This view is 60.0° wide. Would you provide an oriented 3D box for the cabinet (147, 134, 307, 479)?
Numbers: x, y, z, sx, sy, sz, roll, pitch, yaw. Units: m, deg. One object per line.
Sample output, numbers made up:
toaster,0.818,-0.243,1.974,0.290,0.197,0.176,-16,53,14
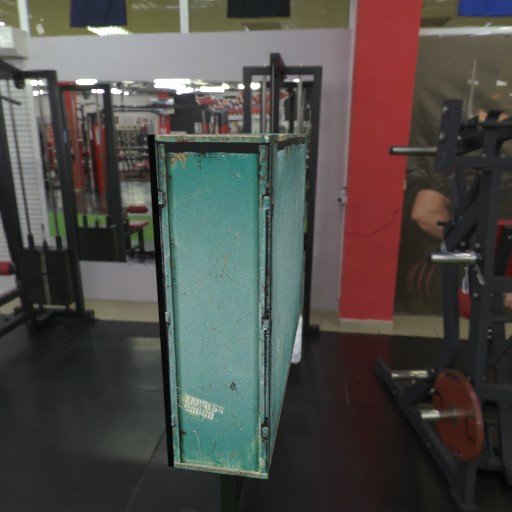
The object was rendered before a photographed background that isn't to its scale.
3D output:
cabinet,0.000,0.000,4.068,0.680,2.160,3.001,3,16,10
